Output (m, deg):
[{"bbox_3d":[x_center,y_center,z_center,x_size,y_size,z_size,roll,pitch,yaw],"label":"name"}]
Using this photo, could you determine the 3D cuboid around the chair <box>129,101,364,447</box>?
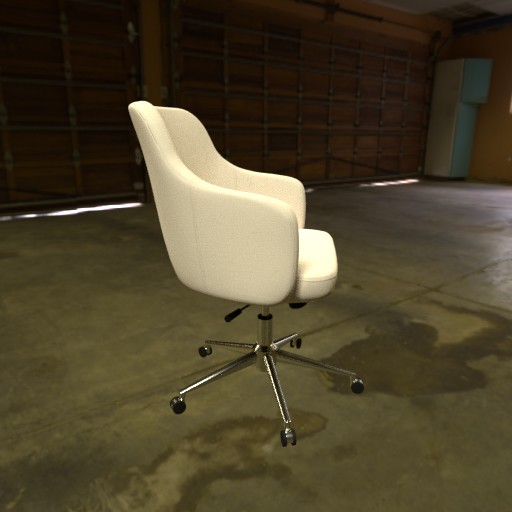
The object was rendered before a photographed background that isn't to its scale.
[{"bbox_3d":[0.000,0.000,1.261,0.647,0.819,0.602,2,15,7],"label":"chair"}]
